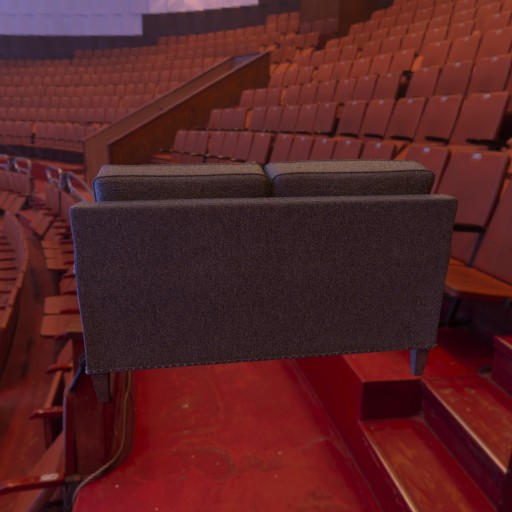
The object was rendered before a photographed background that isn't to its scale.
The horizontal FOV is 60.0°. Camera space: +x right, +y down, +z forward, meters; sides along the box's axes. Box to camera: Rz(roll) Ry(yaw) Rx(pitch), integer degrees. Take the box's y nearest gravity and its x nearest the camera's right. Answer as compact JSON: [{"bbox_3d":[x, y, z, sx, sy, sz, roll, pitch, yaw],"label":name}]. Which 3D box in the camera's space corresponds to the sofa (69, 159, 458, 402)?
[{"bbox_3d":[0.000,0.000,2.272,1.597,1.003,1.084,-2,16,-8],"label":"sofa"}]
